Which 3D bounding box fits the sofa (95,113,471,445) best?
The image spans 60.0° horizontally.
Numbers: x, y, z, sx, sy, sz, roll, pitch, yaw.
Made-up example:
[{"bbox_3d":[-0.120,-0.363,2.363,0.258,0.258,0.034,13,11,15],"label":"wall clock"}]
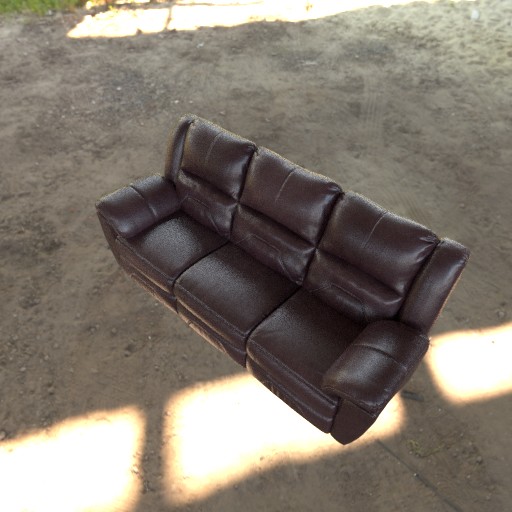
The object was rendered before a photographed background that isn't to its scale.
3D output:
[{"bbox_3d":[0.000,0.000,2.908,2.337,1.043,0.991,33,54,28],"label":"sofa"}]
